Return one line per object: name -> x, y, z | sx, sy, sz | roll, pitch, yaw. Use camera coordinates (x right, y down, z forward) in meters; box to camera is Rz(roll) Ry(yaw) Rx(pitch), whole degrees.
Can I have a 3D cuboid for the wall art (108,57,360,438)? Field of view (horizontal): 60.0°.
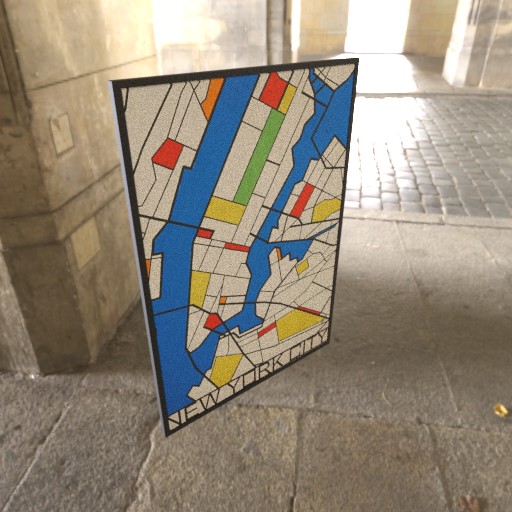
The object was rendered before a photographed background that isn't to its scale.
wall art -> 0.000, 0.000, 0.832 | 0.457, 0.657, 0.013 | -21, 36, -32
